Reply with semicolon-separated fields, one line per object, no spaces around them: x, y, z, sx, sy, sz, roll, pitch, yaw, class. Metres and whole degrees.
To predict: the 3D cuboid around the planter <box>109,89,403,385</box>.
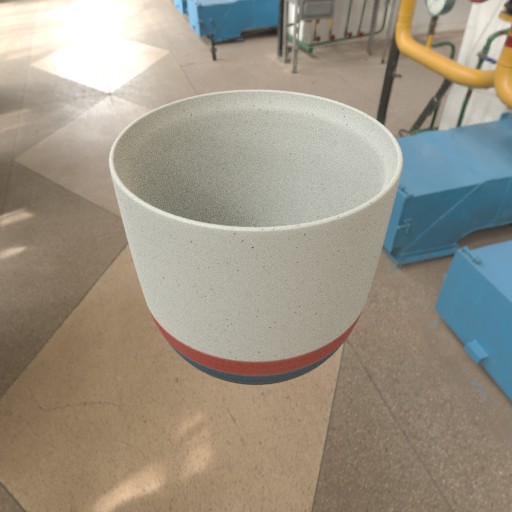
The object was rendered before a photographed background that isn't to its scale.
0.000;0.000;0.385;0.204;0.214;0.204;0;41;0;planter
